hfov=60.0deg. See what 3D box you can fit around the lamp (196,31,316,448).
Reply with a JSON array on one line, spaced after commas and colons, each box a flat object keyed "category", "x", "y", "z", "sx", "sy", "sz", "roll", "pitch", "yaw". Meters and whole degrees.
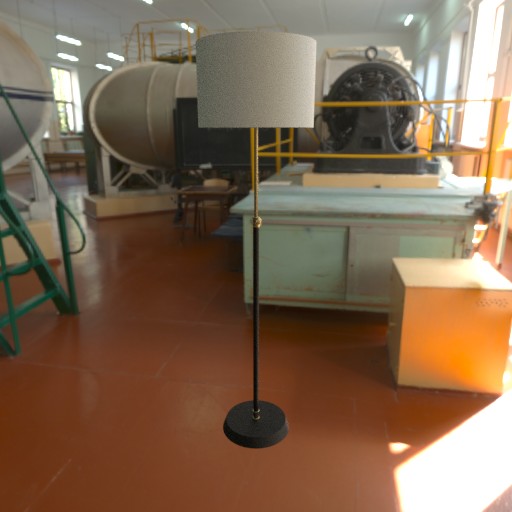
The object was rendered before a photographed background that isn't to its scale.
[{"category": "lamp", "x": 0.000, "y": 0.000, "z": 1.696, "sx": 0.404, "sy": 1.517, "sz": 0.404, "roll": -15, "pitch": 22, "yaw": -42}]
